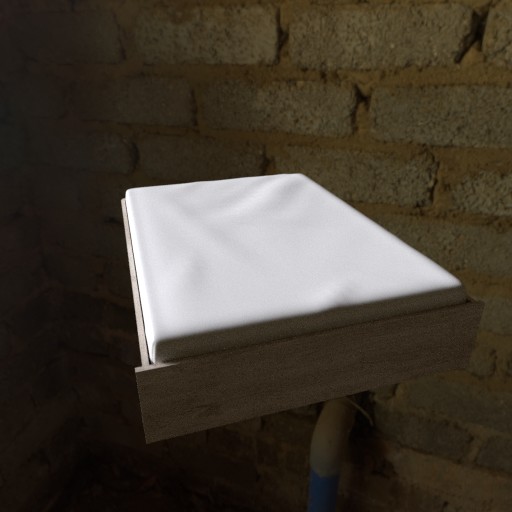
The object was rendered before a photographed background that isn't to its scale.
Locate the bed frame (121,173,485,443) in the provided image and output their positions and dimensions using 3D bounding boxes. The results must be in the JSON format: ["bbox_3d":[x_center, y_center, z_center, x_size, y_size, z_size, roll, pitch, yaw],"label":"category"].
[{"bbox_3d":[0.000,0.000,2.626,1.490,0.462,1.950,-8,27,-16],"label":"bed frame"}]
